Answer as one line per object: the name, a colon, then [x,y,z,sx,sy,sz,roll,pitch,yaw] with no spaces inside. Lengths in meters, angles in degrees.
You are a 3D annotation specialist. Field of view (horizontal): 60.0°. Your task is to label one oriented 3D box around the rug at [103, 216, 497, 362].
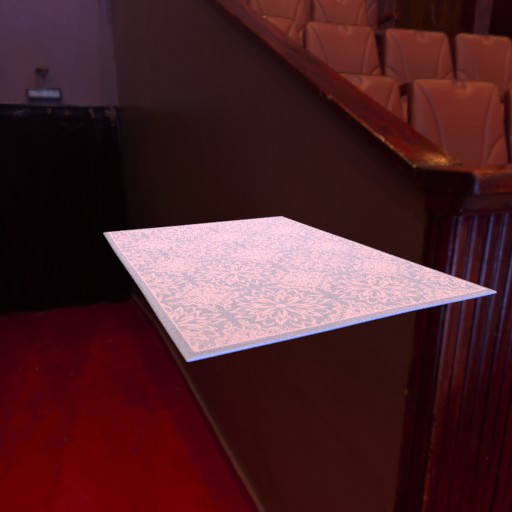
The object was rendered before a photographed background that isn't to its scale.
rug: [0.000,0.000,2.820,1.589,0.014,2.205,-7,17,-24]
